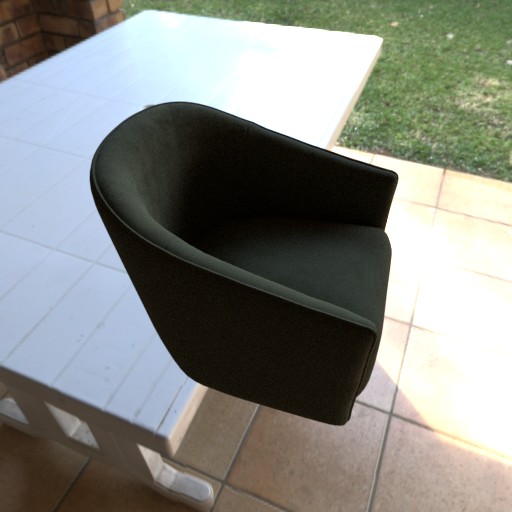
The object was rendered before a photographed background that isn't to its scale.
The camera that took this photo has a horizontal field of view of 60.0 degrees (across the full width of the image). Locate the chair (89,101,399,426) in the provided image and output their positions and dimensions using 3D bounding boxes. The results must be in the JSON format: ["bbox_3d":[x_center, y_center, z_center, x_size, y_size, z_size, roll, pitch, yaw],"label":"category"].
[{"bbox_3d":[0.000,0.000,1.466,0.875,0.799,0.747,12,45,12],"label":"chair"}]
